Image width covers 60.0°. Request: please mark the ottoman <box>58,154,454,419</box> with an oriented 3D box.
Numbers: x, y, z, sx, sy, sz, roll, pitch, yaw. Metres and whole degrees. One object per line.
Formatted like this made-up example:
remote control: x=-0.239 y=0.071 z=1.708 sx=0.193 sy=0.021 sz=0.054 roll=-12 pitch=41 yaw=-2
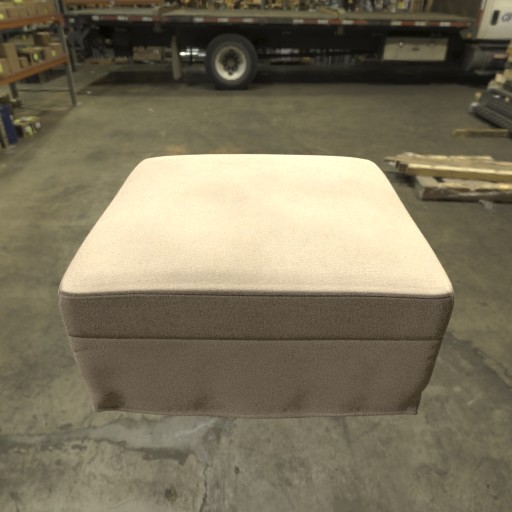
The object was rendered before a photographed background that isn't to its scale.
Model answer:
ottoman: x=0.000 y=0.000 z=1.323 sx=0.843 sy=0.441 sz=0.842 roll=0 pitch=32 yaw=1
